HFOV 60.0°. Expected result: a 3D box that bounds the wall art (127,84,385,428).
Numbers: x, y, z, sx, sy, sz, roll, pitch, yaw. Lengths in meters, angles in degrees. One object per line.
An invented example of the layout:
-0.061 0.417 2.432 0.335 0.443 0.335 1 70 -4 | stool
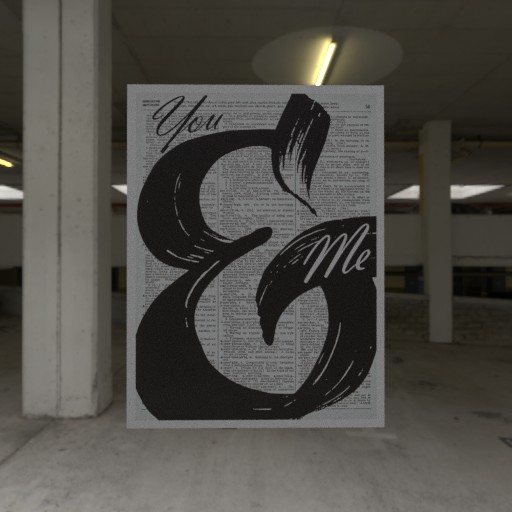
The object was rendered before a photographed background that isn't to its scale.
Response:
0.000 0.000 0.789 0.457 0.609 0.003 0 0 -1 | wall art
